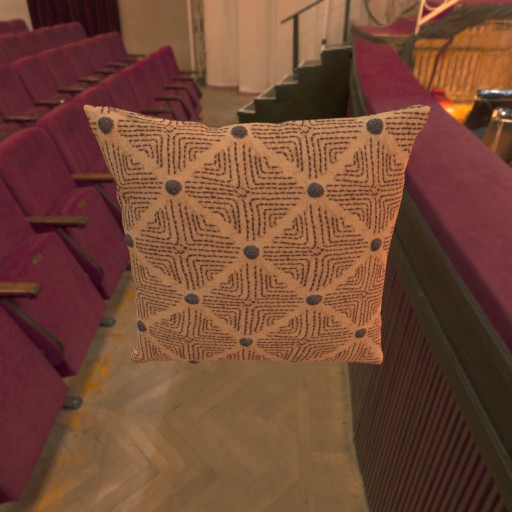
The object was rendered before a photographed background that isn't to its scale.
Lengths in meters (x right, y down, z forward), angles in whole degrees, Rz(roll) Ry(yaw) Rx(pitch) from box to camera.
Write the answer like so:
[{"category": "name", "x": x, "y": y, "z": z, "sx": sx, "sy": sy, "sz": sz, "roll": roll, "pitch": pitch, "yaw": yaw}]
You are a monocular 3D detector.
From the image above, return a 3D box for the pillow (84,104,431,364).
[{"category": "pillow", "x": 0.000, "y": 0.000, "z": 0.771, "sx": 0.510, "sy": 0.510, "sz": 0.145, "roll": 0, "pitch": 31, "yaw": 1}]
